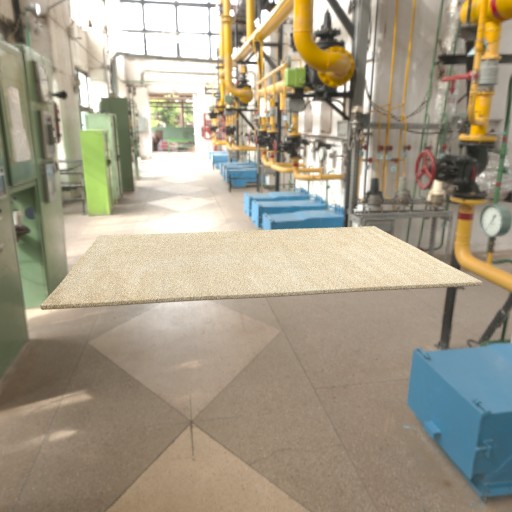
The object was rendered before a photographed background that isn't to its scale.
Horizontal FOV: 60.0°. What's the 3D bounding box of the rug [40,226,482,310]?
[{"bbox_3d":[0.000,0.000,3.034,2.346,0.025,1.500,-2,16,-8],"label":"rug"}]
